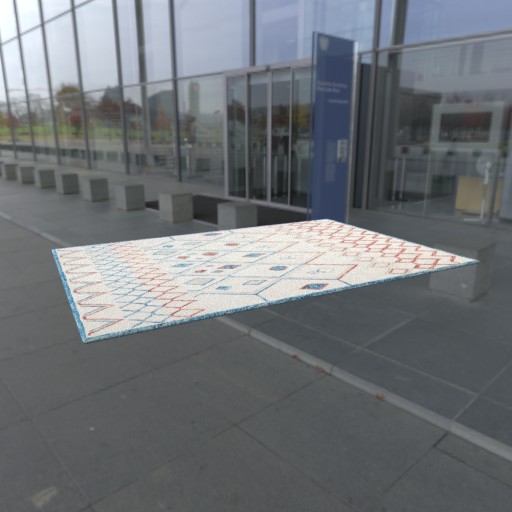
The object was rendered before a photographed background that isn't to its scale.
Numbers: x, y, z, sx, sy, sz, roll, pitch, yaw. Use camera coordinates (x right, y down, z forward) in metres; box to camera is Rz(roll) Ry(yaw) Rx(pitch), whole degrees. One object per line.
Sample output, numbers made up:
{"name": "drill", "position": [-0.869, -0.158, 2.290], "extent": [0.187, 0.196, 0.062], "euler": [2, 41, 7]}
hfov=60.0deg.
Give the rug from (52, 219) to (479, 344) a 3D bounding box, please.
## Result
{"name": "rug", "position": [0.000, 0.000, 2.269], "extent": [1.829, 0.016, 1.219], "euler": [-8, 18, -27]}
